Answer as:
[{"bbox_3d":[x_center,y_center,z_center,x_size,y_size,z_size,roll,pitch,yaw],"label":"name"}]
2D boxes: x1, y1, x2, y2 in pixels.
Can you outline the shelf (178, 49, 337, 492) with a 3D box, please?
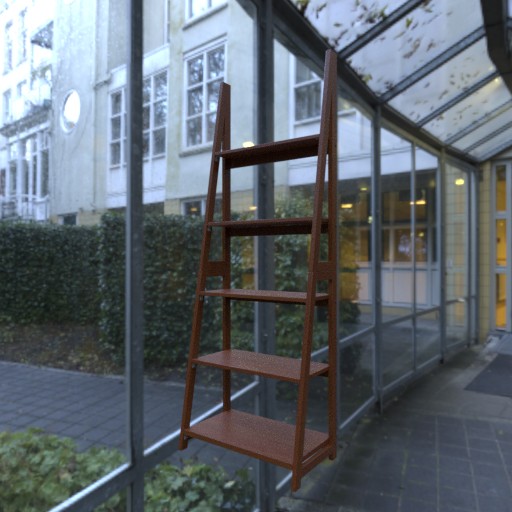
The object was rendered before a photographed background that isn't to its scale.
[{"bbox_3d":[0.000,0.000,1.997,0.630,1.780,0.356,0,0,36],"label":"shelf"}]
